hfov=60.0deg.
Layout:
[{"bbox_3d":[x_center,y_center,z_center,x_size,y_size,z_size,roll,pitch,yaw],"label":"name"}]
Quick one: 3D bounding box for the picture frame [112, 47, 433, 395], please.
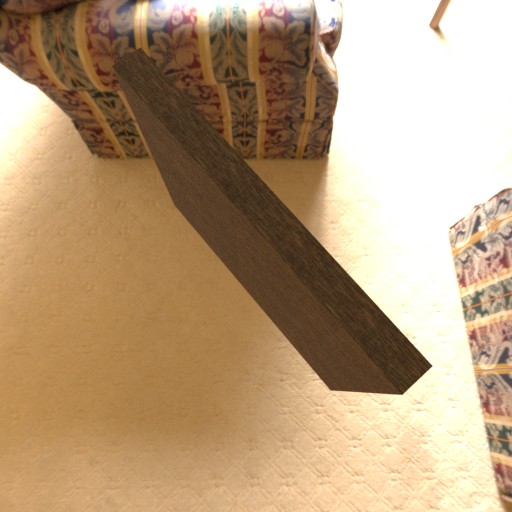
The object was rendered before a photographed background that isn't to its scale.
[{"bbox_3d":[0.000,0.000,0.531,0.033,0.330,0.378,-39,77,-10],"label":"picture frame"}]
